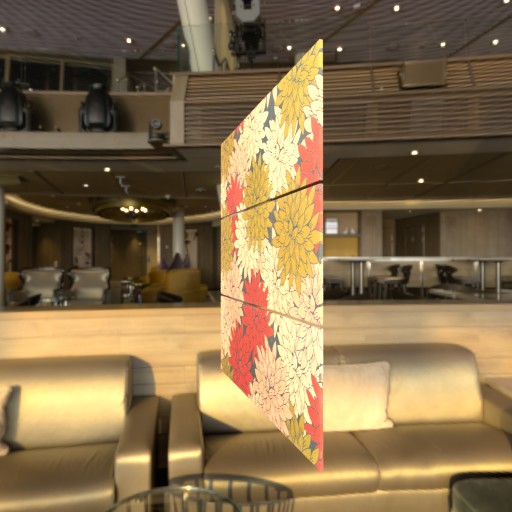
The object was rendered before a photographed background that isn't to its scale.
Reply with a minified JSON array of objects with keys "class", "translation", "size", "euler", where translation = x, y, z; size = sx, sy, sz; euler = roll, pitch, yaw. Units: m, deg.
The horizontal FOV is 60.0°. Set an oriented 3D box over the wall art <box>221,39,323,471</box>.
[{"class":"wall art","translation":[0.000,0.000,2.298],"size":[0.013,1.534,1.519],"euler":[0,0,-18]}]
